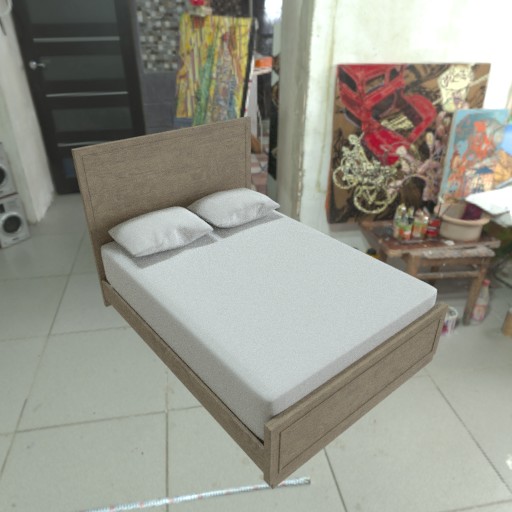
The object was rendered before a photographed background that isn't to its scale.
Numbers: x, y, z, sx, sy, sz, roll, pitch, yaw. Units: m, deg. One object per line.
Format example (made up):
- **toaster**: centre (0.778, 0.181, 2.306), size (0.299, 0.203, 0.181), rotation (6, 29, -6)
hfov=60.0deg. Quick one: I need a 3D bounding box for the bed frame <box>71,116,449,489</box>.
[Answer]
- **bed frame**: centre (0.000, 0.000, 3.210), size (1.606, 1.369, 2.189), rotation (-22, 37, -33)
